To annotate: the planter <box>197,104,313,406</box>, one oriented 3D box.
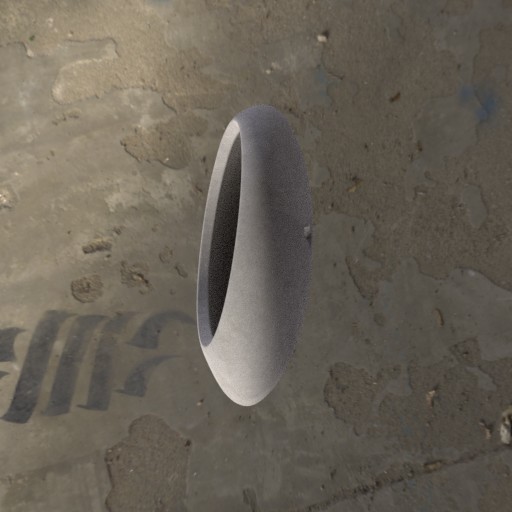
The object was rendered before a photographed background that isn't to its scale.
[{"bbox_3d":[0.000,0.000,0.288,0.071,0.188,0.185,4,76,1],"label":"planter"}]
